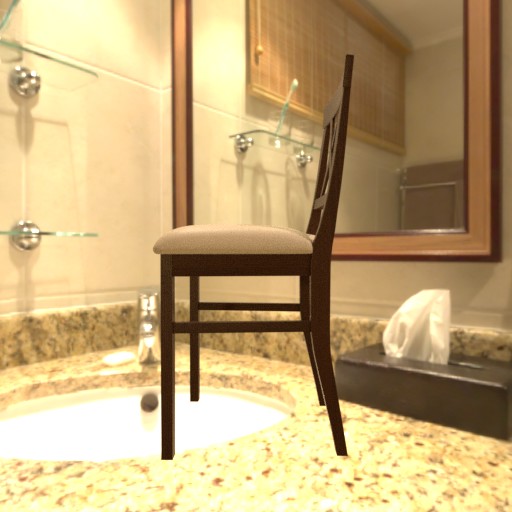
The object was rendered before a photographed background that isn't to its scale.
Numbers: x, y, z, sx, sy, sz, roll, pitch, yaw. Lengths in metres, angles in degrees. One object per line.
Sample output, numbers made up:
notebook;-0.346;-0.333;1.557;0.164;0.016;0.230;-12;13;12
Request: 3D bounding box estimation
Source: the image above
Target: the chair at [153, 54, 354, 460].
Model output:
chair;0.000;0.000;1.187;0.480;0.913;0.440;0;1;1
